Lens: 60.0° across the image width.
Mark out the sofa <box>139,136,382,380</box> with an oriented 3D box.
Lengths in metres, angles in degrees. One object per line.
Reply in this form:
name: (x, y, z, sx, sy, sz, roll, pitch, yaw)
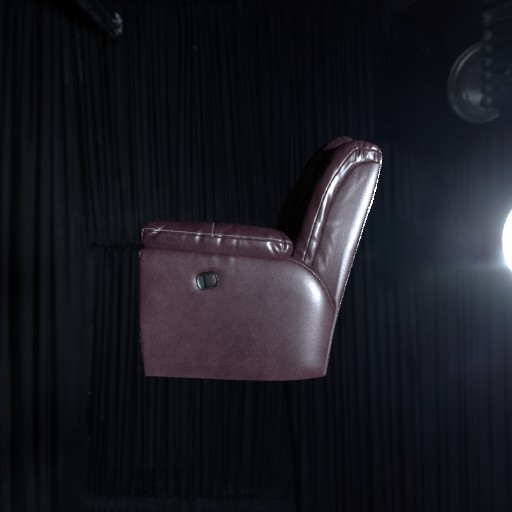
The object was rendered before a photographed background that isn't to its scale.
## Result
sofa: (0.000, 0.000, 2.674, 0.991, 1.043, 2.058, 0, 0, 0)
